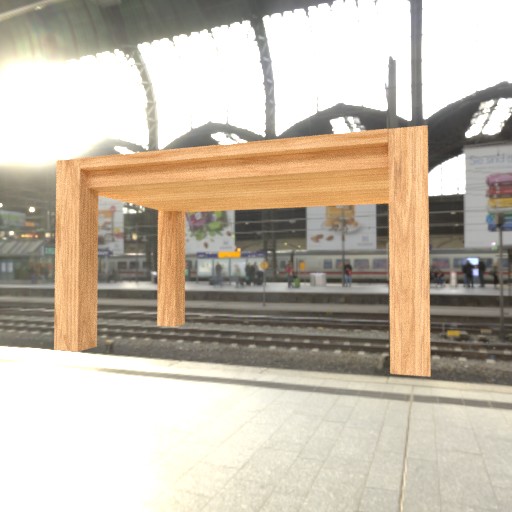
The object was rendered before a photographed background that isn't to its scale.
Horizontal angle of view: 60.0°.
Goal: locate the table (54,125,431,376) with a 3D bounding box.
[{"bbox_3d":[0.000,0.000,1.981,1.400,0.760,0.900,-1,-2,18],"label":"table"}]
